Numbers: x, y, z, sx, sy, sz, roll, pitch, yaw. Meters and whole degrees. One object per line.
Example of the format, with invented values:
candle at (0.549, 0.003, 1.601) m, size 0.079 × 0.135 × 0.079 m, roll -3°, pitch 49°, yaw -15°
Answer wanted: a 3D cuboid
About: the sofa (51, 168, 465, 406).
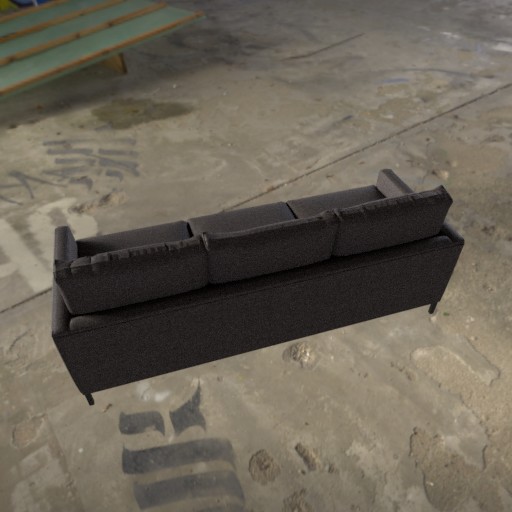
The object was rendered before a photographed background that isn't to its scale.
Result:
sofa at (0.000, 0.000, 2.678) m, size 2.253 × 0.882 × 0.876 m, roll -12°, pitch 43°, yaw -13°
